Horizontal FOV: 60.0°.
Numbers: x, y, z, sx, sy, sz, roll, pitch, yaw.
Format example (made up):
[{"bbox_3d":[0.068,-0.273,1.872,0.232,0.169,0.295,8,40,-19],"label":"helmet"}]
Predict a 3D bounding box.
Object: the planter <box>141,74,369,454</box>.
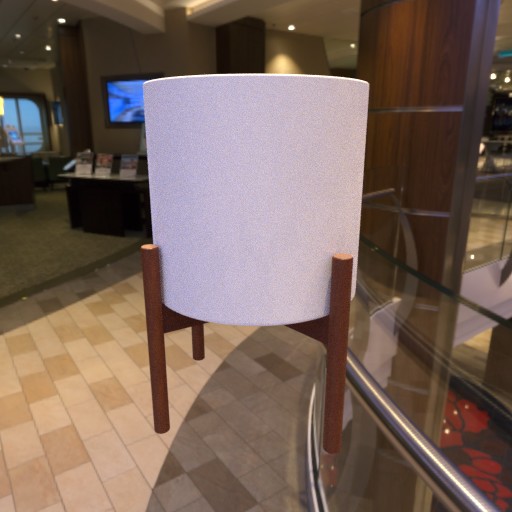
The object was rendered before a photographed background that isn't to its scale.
[{"bbox_3d":[0.000,0.000,0.934,0.417,0.670,0.417,2,17,8],"label":"planter"}]
